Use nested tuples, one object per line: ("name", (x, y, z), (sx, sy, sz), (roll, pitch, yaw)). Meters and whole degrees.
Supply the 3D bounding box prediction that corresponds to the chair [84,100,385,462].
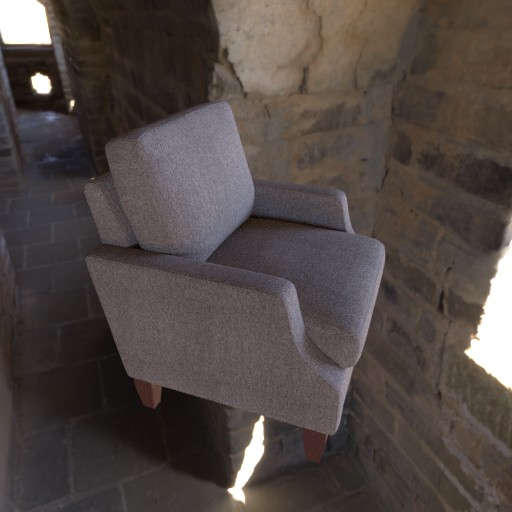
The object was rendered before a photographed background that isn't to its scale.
("chair", (0.000, 0.000, 1.644), (0.897, 0.993, 0.855), (11, 31, 18))
